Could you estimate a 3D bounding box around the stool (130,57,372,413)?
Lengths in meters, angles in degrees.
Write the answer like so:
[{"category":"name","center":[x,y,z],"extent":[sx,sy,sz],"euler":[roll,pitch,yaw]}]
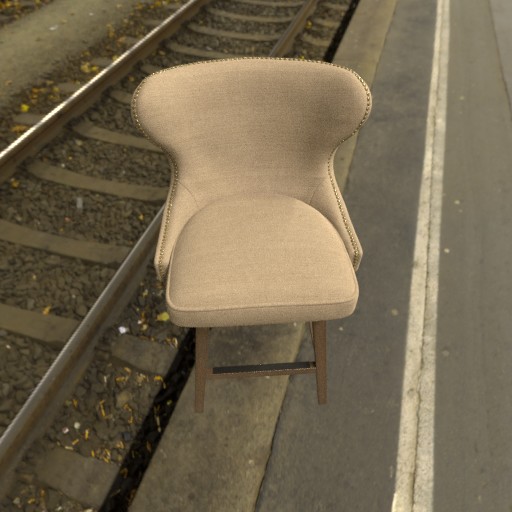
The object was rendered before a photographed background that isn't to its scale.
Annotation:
[{"category":"stool","center":[0.000,0.000,1.348],"extent":[0.615,0.972,0.597],"euler":[-3,47,-3]}]
